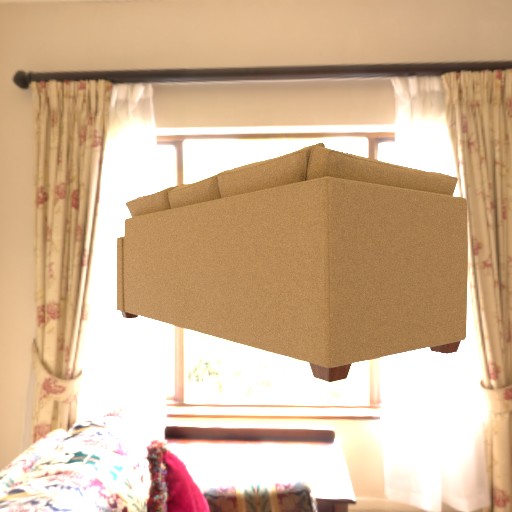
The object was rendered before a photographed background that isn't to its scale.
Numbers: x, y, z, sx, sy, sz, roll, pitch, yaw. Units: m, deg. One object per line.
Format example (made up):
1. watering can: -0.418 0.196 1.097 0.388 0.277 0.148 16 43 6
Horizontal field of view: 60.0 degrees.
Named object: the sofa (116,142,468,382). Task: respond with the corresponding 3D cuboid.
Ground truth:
1. sofa: 0.000 0.000 2.852 1.061 0.962 2.317 0 0 -36
